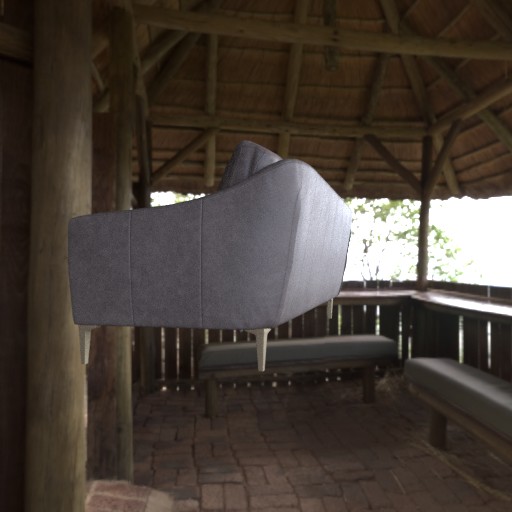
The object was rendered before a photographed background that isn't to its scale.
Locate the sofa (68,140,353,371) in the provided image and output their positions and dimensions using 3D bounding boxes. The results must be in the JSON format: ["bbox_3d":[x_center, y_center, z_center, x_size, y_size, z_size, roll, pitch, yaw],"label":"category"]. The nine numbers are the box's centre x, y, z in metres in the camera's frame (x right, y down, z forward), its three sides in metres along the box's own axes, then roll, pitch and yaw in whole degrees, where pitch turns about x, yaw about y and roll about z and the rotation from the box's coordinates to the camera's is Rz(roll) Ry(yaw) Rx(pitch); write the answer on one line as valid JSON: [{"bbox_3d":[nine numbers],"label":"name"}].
[{"bbox_3d":[0.000,0.000,2.586,0.960,0.902,2.036,0,-1,18],"label":"sofa"}]
